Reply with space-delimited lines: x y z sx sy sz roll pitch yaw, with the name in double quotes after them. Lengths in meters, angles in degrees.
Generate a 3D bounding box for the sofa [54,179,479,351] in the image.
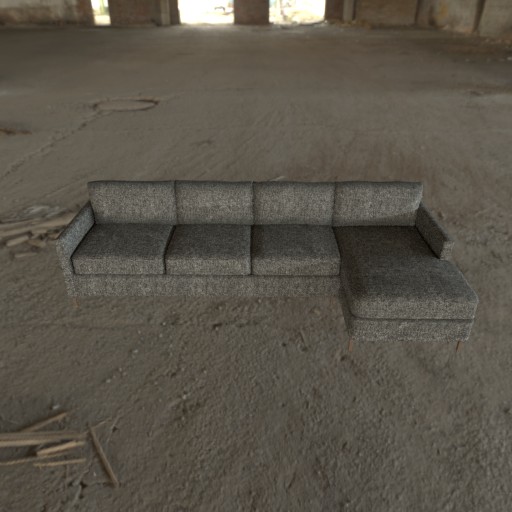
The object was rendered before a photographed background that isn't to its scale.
0.000 0.000 3.962 3.384 0.970 1.488 0 30 1 "sofa"
